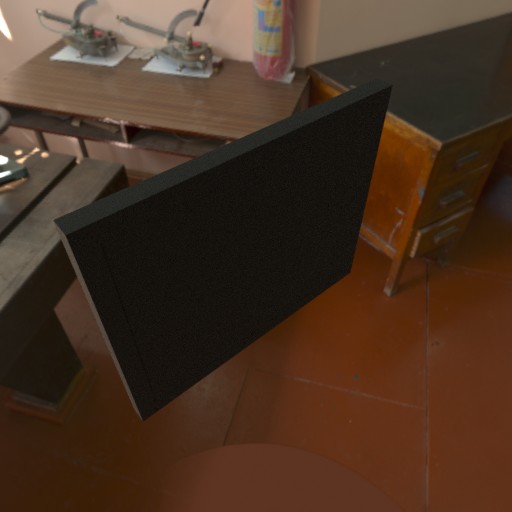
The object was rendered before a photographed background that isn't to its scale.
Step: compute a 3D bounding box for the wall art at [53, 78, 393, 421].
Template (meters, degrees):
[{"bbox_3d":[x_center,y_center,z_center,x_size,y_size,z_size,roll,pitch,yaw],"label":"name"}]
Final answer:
[{"bbox_3d":[0.000,0.000,0.556,0.404,0.329,0.024,-31,53,-27],"label":"wall art"}]
